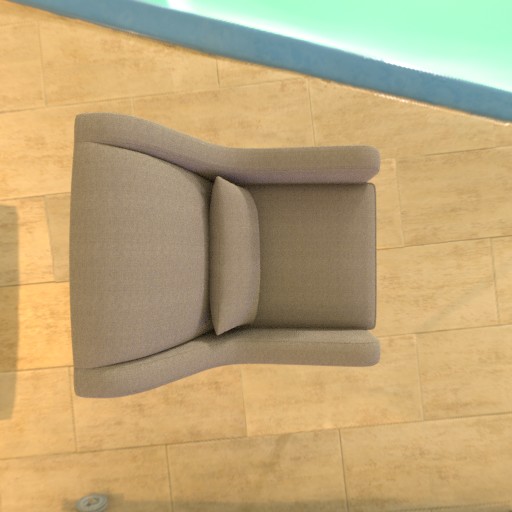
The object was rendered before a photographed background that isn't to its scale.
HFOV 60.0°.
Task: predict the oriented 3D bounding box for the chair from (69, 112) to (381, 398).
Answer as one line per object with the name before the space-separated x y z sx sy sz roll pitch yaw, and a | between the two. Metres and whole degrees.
chair | 0.000 0.000 1.556 0.890 1.017 0.715 0 90 1
